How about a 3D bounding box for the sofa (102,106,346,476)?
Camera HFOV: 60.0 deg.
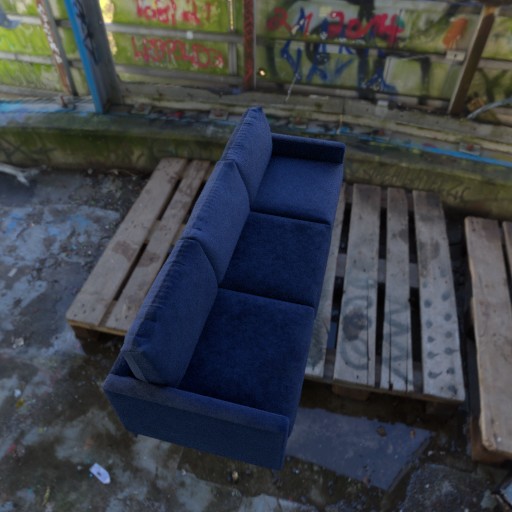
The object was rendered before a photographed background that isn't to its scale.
[{"bbox_3d":[0.000,0.000,2.762,0.875,0.879,2.252,11,48,10],"label":"sofa"}]
